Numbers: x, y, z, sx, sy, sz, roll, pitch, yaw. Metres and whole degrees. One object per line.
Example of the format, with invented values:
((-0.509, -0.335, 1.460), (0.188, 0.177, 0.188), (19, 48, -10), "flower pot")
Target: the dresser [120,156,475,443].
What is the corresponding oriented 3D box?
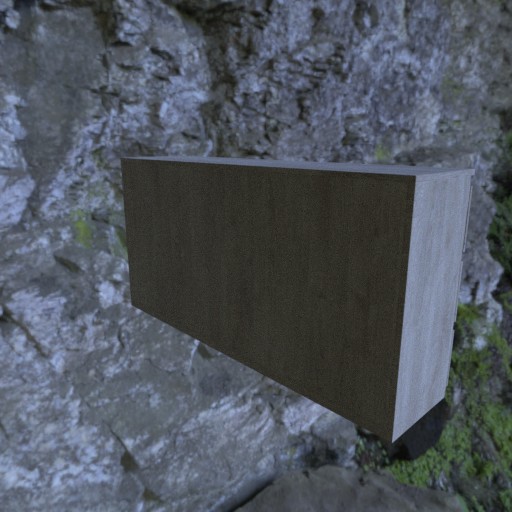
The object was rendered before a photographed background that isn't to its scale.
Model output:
((0.000, 0.000, 1.914), (0.390, 0.795, 1.590), (-14, 20, -42), "dresser")
